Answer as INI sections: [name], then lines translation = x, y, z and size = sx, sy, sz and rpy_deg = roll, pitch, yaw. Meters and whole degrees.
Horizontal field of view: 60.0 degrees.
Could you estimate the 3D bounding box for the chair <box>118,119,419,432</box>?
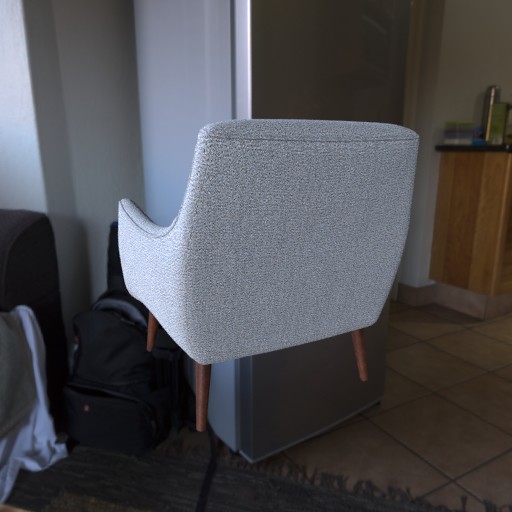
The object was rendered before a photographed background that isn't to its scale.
[chair]
translation = 0.000, 0.000, 1.478
size = 0.762, 0.838, 0.787
rpy_deg = -7, 16, -27
